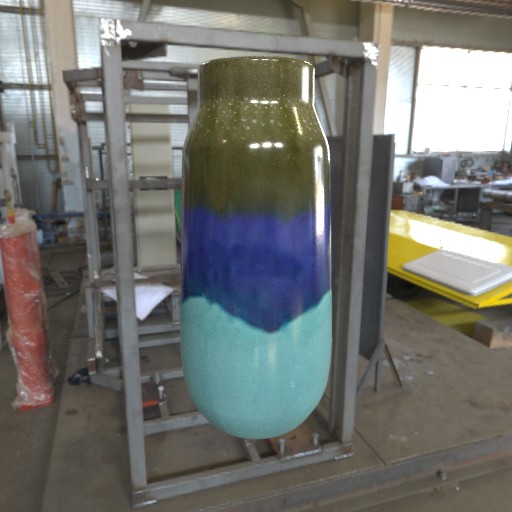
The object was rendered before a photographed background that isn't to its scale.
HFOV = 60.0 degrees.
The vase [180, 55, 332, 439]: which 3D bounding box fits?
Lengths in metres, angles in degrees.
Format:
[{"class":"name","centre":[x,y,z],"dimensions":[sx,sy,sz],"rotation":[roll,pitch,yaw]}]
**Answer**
[{"class":"vase","centre":[0.000,0.000,0.392],"dimensions":[0.139,0.313,0.139],"rotation":[0,14,0]}]
